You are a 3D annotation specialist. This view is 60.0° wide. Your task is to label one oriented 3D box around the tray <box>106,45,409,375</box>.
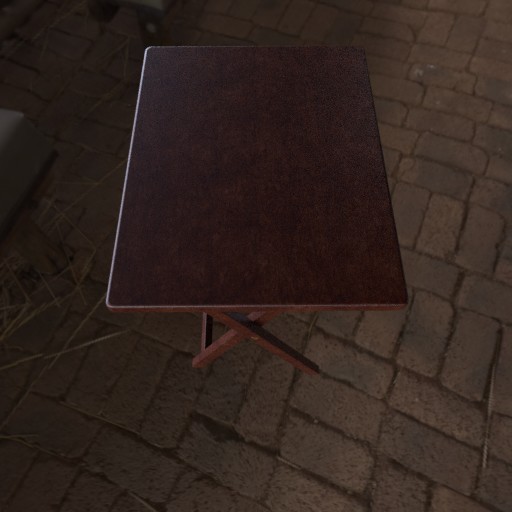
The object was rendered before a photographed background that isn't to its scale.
[{"bbox_3d":[0.000,0.000,0.952,0.381,0.660,0.483,0,63,0],"label":"tray"}]
